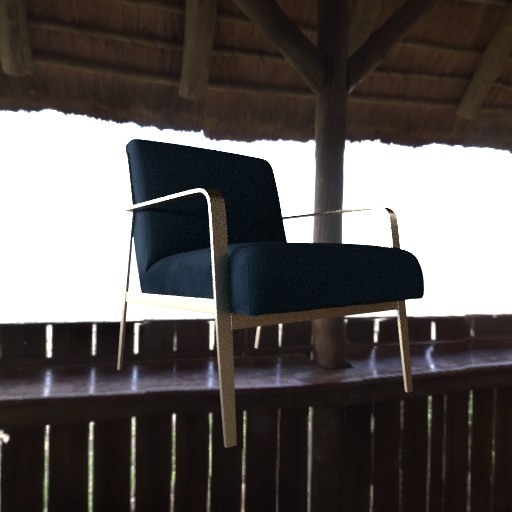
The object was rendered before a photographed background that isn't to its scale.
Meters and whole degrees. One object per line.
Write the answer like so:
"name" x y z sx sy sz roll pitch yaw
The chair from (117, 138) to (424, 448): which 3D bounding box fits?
"chair" 0.000 0.000 1.453 0.692 0.831 0.859 0 0 -36
